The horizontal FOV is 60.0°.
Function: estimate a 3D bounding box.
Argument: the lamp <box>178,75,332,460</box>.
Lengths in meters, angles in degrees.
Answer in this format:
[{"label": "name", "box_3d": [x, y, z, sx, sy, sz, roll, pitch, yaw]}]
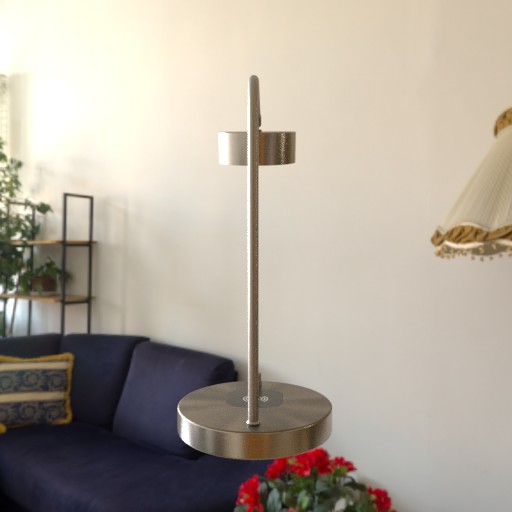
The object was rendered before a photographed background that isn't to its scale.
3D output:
[{"label": "lamp", "box_3d": [0.000, 0.000, 0.675, 0.211, 0.469, 0.334, 0, 0, 1]}]
